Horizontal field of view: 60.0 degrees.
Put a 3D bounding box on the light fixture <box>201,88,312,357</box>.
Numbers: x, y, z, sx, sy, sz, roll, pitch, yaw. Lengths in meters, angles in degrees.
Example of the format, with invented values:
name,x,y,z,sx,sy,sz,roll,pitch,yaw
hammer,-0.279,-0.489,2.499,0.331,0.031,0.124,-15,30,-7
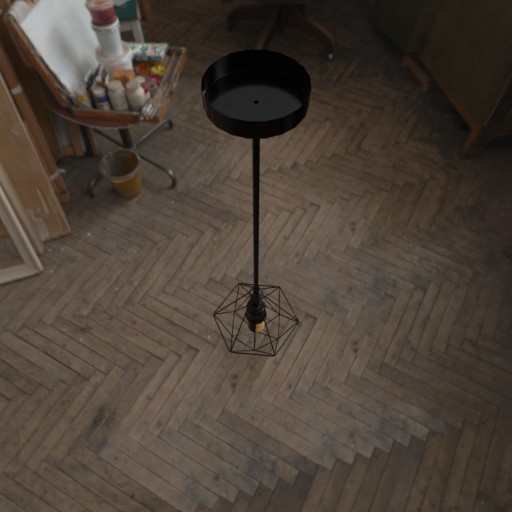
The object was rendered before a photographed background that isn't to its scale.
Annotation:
name,x,y,z,sx,sy,sz,roll,pitch,yaw
light fixture,0.000,0.000,1.931,0.431,1.764,0.487,31,64,17
